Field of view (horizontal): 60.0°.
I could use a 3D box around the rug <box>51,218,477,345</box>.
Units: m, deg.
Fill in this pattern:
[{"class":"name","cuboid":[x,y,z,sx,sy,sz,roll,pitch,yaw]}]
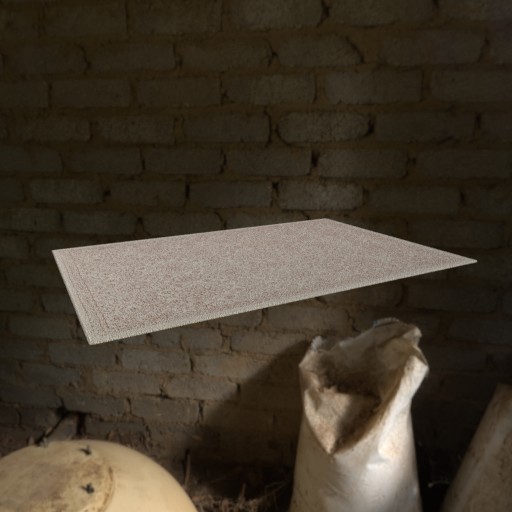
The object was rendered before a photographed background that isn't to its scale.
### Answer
[{"class":"rug","cuboid":[0.000,0.000,2.277,1.829,0.010,1.219,-9,18,-28]}]
